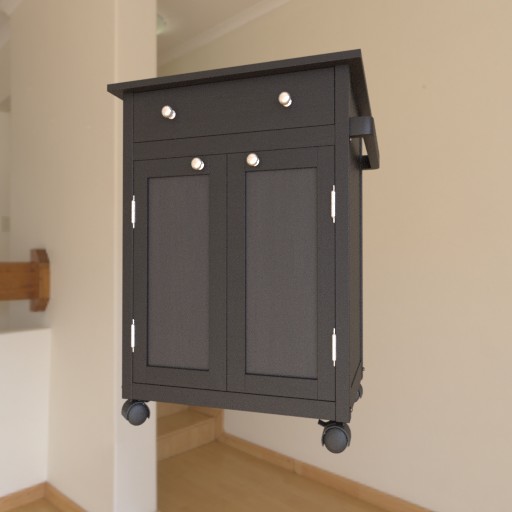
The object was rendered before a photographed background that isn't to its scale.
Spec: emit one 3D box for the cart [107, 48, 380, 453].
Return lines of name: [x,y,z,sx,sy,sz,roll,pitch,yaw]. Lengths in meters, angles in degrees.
cart: [0.000,0.000,1.249,0.660,0.879,0.456,0,-1,18]
